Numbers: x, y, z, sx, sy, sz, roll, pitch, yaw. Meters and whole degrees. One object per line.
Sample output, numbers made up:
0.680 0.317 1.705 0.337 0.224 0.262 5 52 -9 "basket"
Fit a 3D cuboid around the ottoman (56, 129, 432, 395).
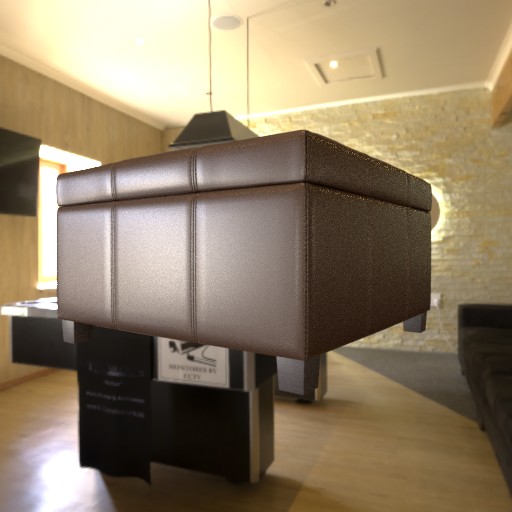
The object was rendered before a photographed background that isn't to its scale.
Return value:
0.000 0.000 1.274 0.787 0.460 0.788 1 1 36 "ottoman"
